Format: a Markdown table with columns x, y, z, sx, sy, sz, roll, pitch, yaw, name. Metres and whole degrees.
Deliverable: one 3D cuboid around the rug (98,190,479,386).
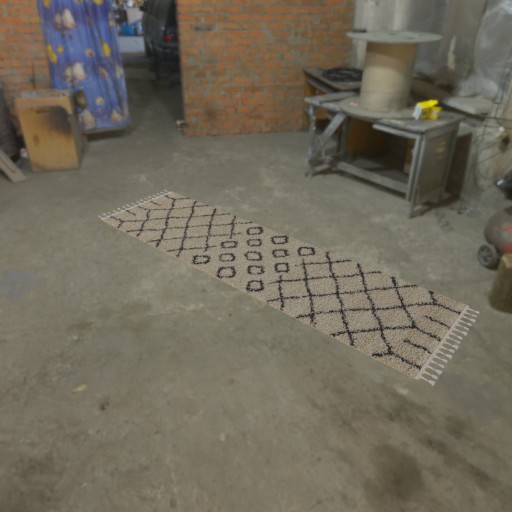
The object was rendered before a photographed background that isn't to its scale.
| x | y | z | sx | sy | sz | roll | pitch | yaw | name |
| --- | --- | --- | --- | --- | --- | --- | --- | --- | --- |
| 0.000 | 0.000 | 2.724 | 2.464 | 0.005 | 0.660 | 24 | 38 | 33 | rug |
